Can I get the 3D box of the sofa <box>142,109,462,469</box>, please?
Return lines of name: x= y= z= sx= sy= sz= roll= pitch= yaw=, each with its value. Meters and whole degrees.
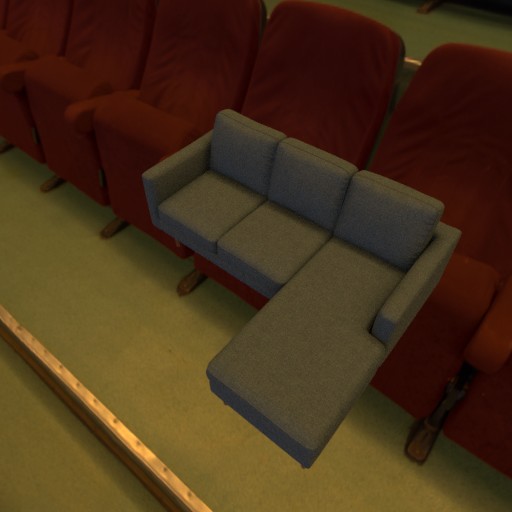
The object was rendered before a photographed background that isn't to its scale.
sofa: x=0.000 y=0.000 z=2.976 sx=2.055 sy=0.957 sz=1.667 roll=31 pitch=55 yaw=25
